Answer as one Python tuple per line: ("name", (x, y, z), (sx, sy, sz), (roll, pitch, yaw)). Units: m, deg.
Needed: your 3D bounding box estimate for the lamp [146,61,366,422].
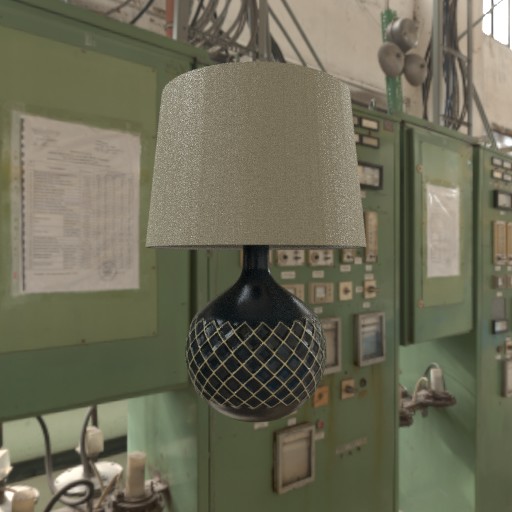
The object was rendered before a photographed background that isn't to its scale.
("lamp", (0.000, 0.000, 0.777), (0.376, 0.540, 0.376), (0, 0, 0))
